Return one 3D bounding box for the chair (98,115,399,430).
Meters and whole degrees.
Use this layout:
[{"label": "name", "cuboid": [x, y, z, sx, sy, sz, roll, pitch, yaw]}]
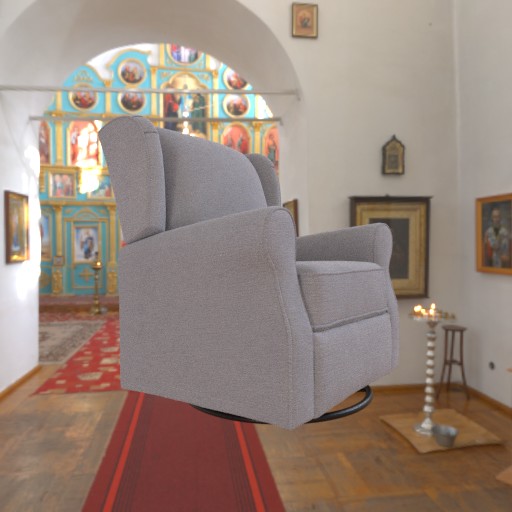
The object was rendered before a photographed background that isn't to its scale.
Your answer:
[{"label": "chair", "cuboid": [0.000, 0.000, 1.647, 0.854, 0.966, 0.906, 0, 0, 36]}]
